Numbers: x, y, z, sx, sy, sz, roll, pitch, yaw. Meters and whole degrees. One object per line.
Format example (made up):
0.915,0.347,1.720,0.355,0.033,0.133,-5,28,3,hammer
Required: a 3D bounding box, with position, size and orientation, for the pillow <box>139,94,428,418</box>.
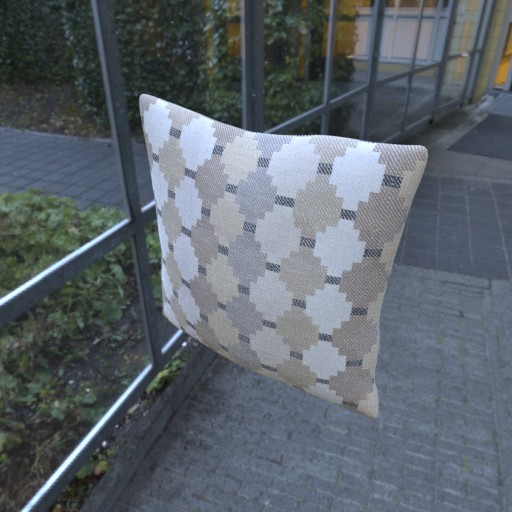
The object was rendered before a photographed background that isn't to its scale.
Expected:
0.000,0.000,0.876,0.578,0.558,0.192,19,35,29,pillow
